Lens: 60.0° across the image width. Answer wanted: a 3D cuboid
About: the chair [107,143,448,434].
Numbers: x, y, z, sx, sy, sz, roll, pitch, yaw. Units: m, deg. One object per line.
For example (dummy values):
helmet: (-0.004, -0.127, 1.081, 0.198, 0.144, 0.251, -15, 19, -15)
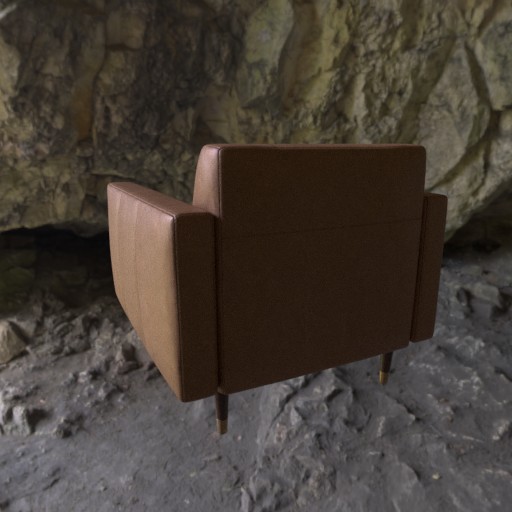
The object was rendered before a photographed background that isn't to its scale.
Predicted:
chair: (0.000, 0.000, 1.668, 0.953, 0.819, 0.998, -7, 16, -26)
